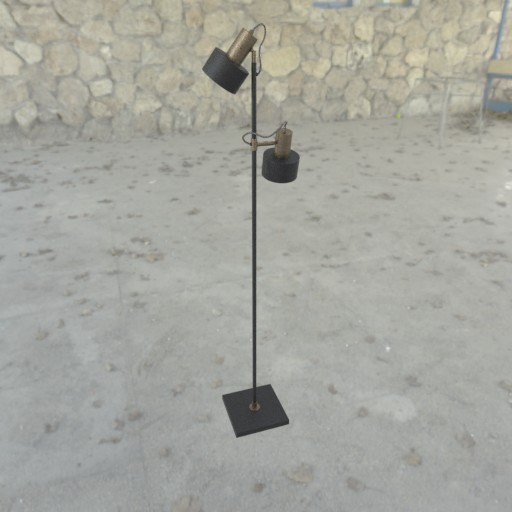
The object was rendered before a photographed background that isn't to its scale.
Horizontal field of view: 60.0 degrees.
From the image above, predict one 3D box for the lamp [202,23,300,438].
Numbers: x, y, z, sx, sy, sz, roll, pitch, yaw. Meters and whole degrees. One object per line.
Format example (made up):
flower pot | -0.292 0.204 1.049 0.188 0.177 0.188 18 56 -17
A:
lamp | 0.000 0.000 1.616 0.315 1.505 0.233 -8 27 -16
